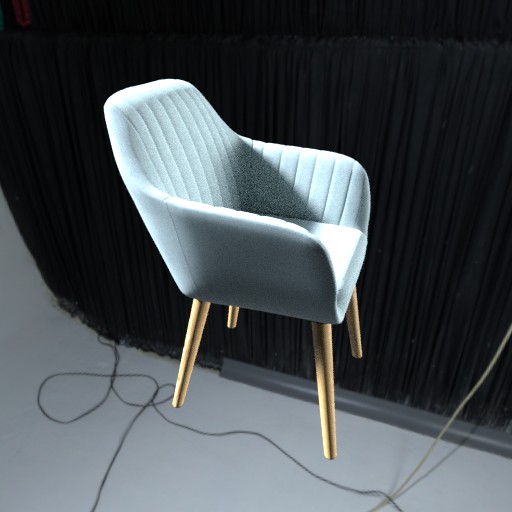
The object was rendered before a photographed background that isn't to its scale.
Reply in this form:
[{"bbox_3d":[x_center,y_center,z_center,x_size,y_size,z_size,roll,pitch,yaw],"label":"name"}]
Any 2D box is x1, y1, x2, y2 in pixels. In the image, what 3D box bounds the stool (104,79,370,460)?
[{"bbox_3d":[0.000,0.000,1.174,0.590,0.830,0.503,11,31,18],"label":"stool"}]
